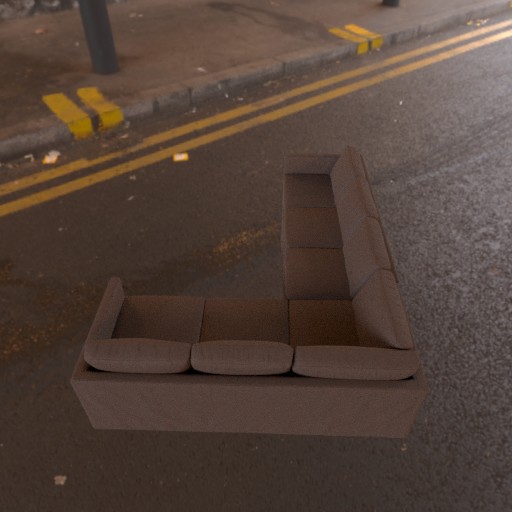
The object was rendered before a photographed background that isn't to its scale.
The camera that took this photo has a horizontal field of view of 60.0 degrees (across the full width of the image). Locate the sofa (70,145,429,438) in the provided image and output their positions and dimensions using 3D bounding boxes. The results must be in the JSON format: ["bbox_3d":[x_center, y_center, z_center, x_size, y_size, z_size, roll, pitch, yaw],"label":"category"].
[{"bbox_3d":[0.000,0.000,4.297,2.432,0.871,3.182,1,42,1],"label":"sofa"}]
